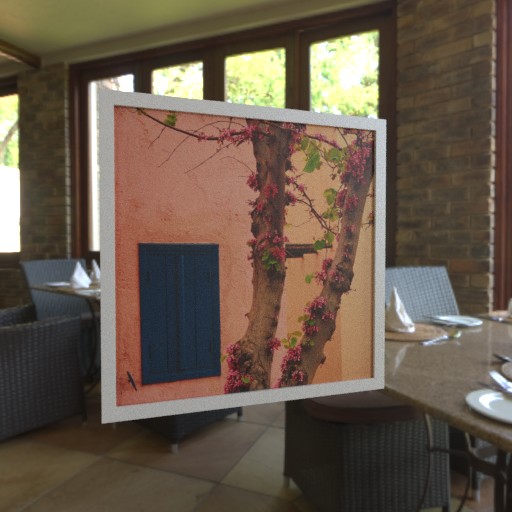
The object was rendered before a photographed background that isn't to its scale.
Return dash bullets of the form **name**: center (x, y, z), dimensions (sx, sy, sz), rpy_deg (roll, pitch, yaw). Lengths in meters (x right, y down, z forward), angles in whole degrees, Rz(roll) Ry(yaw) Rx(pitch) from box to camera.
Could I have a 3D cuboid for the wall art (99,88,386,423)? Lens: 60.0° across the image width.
- **wall art**: center (0.000, 0.000, 1.150), dimensions (0.762, 0.762, 0.038), rpy_deg (0, 1, -19)
